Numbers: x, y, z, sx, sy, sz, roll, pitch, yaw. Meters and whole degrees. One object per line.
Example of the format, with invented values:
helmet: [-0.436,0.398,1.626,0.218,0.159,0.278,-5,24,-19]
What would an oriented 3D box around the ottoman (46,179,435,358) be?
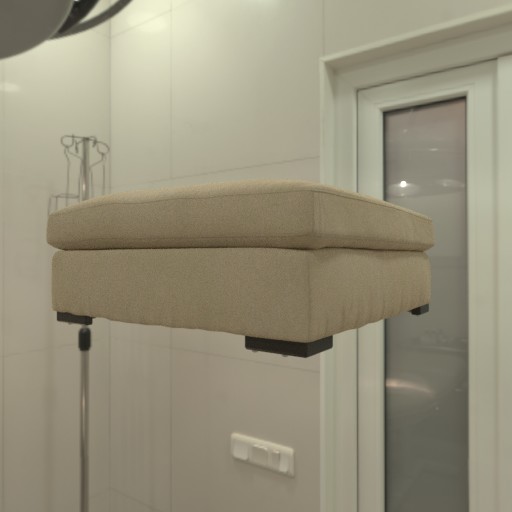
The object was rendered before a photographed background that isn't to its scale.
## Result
ottoman: [0.000,0.000,1.871,1.190,0.522,1.205,0,0,35]
